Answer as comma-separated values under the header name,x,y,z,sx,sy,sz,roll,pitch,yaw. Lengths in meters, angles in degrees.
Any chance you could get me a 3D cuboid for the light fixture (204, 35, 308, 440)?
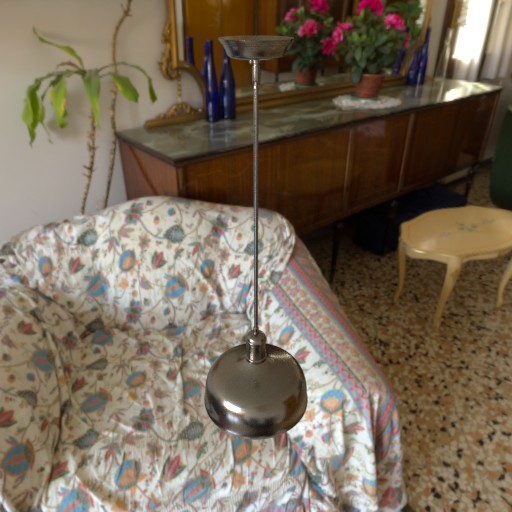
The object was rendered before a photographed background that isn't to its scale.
name,x,y,z,sx,sy,sz,roll,pitch,yaw
light fixture,0.000,0.000,1.057,0.299,0.935,0.299,7,30,13
